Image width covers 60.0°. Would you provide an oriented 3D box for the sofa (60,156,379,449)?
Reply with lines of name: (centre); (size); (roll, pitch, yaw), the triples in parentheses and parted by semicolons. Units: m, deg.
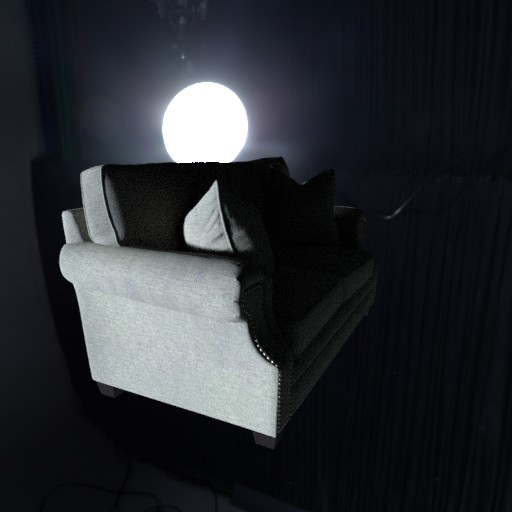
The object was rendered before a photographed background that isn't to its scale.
sofa: (0.000, 0.000, 2.269); (0.966, 0.966, 1.701); (7, 15, 26)
